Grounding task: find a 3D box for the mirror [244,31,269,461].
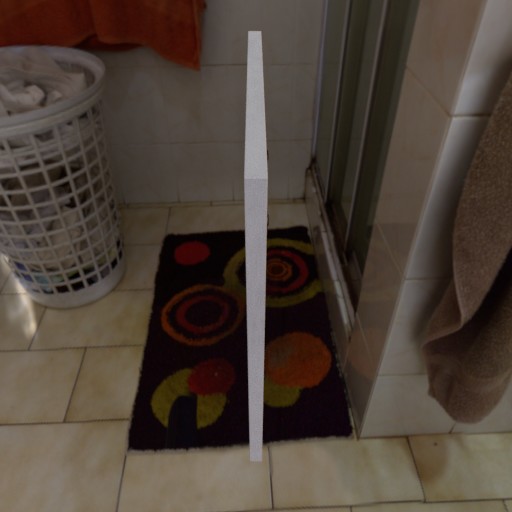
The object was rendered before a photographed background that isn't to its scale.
[{"bbox_3d":[0.000,0.000,1.305,0.041,1.016,0.762,0,42,0],"label":"mirror"}]
